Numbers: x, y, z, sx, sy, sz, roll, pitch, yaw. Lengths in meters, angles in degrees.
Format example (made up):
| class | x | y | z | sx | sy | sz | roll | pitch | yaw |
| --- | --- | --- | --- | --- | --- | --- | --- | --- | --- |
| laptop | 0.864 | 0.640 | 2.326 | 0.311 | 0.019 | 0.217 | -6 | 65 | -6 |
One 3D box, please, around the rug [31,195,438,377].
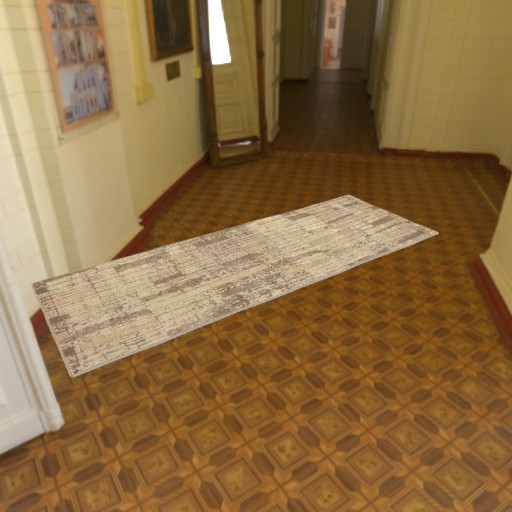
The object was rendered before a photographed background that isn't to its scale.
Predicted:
| class | x | y | z | sx | sy | sz | roll | pitch | yaw |
| --- | --- | --- | --- | --- | --- | --- | --- | --- | --- |
| rug | 0.000 | 0.000 | 2.677 | 2.383 | 0.018 | 0.857 | -18 | 34 | -29 |
